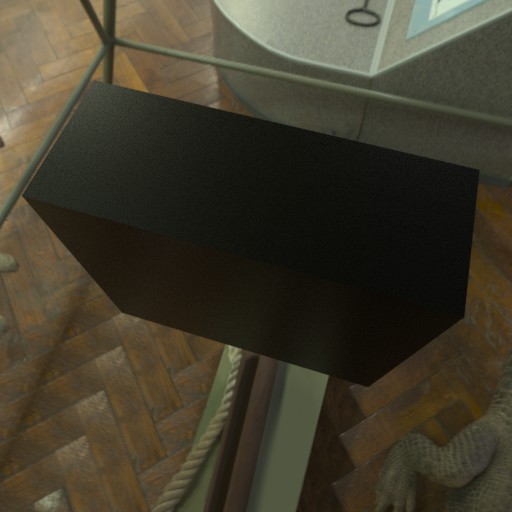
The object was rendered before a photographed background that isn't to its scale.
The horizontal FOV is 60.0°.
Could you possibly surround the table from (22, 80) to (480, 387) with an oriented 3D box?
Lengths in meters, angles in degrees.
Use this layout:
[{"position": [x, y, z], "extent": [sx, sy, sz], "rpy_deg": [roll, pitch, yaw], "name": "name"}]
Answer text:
[{"position": [0.000, 0.000, 1.322], "extent": [0.930, 0.790, 0.380], "rpy_deg": [15, 65, 7], "name": "table"}]
